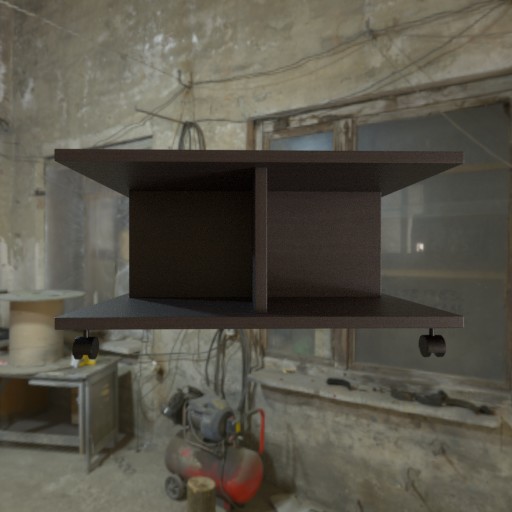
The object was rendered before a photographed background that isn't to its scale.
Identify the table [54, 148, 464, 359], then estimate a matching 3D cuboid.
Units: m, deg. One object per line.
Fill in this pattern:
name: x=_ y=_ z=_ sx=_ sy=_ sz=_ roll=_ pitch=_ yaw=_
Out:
table: x=0.000 y=0.000 z=1.203 sx=0.762 sy=0.396 sz=0.762 roll=0 pitch=0 yaw=-2
